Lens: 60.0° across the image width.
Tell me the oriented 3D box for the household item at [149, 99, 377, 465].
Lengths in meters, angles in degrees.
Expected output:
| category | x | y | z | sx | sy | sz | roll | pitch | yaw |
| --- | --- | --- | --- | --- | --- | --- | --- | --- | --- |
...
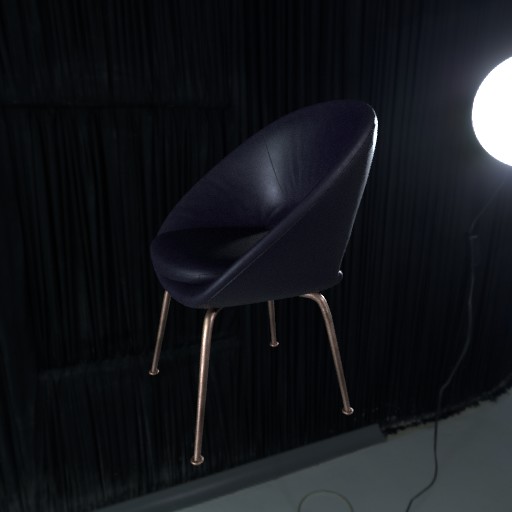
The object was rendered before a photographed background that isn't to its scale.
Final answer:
| category | x | y | z | sx | sy | sz | roll | pitch | yaw |
| --- | --- | --- | --- | --- | --- | --- | --- | --- | --- |
| household item | 0.000 | 0.000 | 1.264 | 0.573 | 0.852 | 0.623 | -8 | 18 | -25 |
